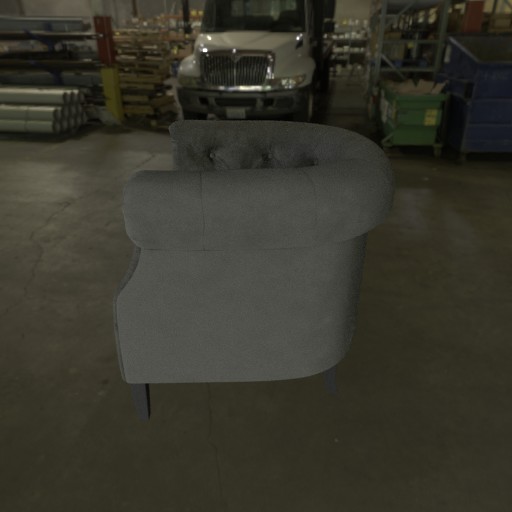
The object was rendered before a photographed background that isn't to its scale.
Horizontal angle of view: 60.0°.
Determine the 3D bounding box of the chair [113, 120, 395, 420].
[{"bbox_3d":[0.000,0.000,1.582,0.851,0.826,0.904,-1,27,-1],"label":"chair"}]
